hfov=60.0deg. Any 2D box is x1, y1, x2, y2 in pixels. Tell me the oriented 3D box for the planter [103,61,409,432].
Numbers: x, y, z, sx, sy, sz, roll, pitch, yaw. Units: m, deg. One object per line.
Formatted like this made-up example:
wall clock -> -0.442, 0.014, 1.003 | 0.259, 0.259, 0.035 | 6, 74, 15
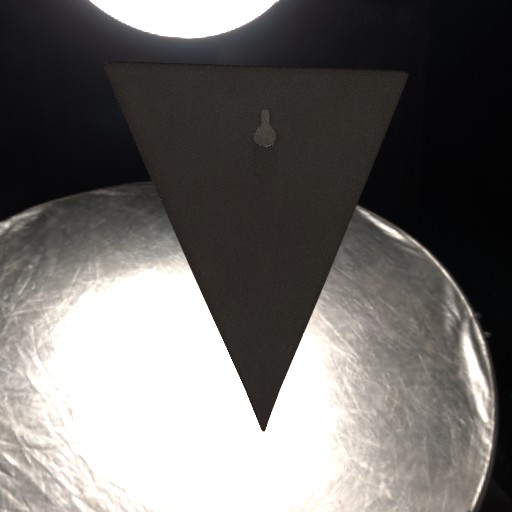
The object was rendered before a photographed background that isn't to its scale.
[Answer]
planter -> 0.000, 0.000, 0.259 | 0.150, 0.197, 0.060 | -2, 13, -9
